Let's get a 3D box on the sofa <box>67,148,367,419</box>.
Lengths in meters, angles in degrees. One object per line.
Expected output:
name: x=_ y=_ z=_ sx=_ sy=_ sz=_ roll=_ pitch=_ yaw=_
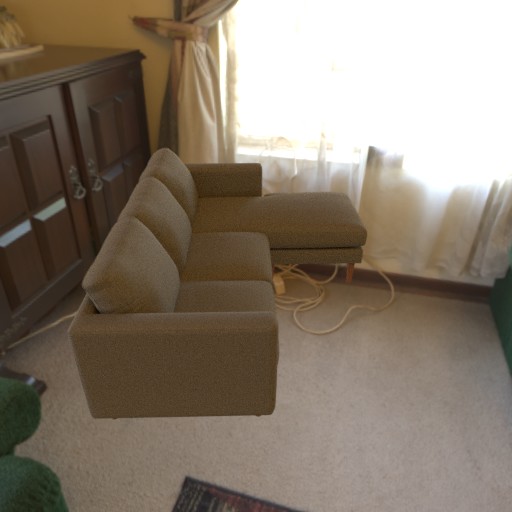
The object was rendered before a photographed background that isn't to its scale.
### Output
sofa: x=0.000 y=0.000 z=2.801 sx=1.591 sy=0.897 sz=2.031 roll=-1 pitch=31 yaw=-1
